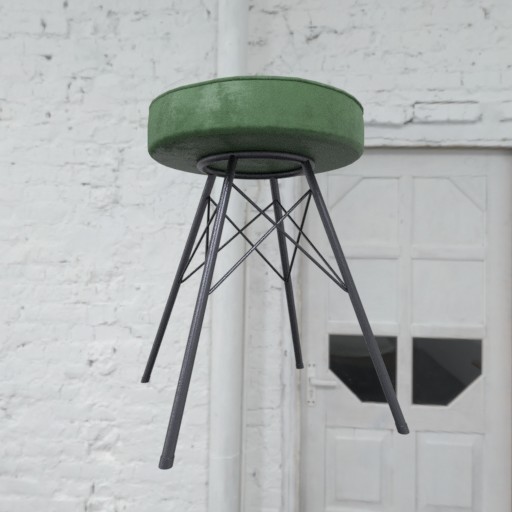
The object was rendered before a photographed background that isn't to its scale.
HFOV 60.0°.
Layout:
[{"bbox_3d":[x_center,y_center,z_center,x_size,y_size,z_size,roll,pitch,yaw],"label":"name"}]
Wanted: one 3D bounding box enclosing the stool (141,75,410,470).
[{"bbox_3d":[0.000,0.000,0.898,0.430,0.595,0.457,0,0,-18],"label":"stool"}]
